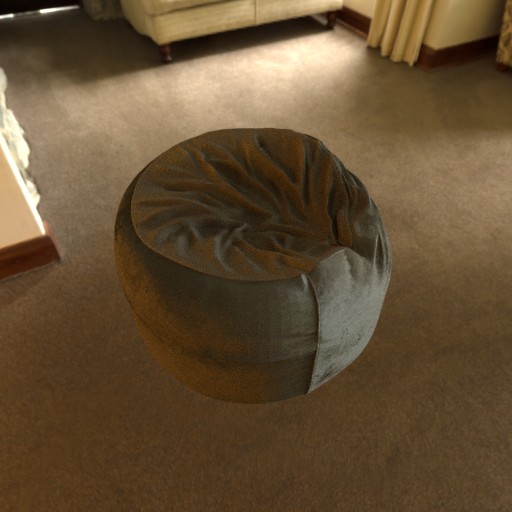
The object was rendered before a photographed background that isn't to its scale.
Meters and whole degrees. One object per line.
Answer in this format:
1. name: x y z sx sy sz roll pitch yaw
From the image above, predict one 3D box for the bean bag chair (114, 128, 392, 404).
1. bean bag chair: 0.000 0.000 1.559 0.918 0.605 0.918 0 46 0
